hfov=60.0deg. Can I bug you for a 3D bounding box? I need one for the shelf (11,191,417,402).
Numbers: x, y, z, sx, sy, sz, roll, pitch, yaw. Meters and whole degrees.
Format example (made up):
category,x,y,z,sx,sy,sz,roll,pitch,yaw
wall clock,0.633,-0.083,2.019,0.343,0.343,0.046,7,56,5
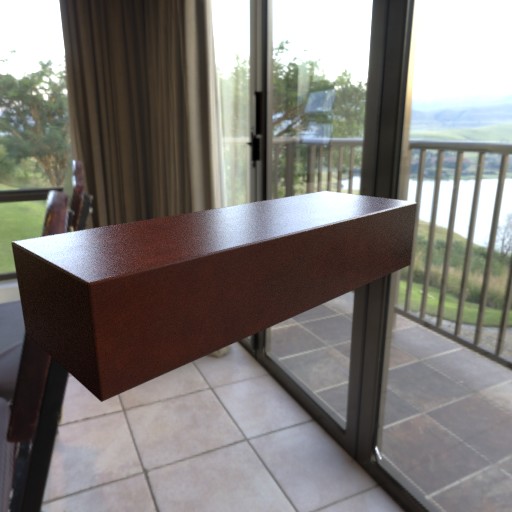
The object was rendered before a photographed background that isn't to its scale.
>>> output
category,x,y,z,sx,sy,sz,roll,pitch,yaw
shelf,0.000,0.000,0.506,0.457,0.088,0.152,-16,22,-42
